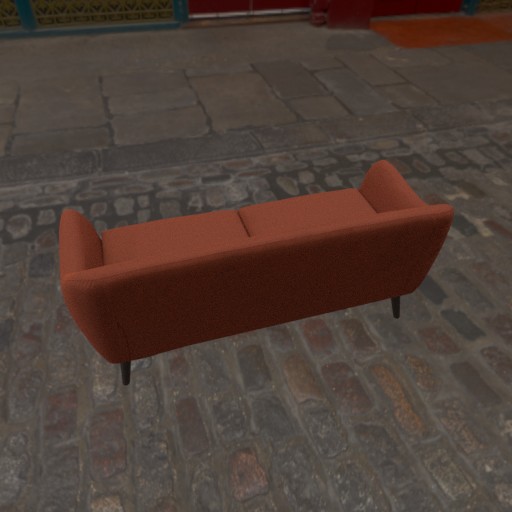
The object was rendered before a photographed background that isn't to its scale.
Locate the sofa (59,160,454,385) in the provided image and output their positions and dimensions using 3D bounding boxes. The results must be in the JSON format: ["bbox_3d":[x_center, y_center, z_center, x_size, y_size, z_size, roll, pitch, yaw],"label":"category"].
[{"bbox_3d":[0.000,0.000,2.271,1.840,0.836,0.820,-11,42,-13],"label":"sofa"}]
